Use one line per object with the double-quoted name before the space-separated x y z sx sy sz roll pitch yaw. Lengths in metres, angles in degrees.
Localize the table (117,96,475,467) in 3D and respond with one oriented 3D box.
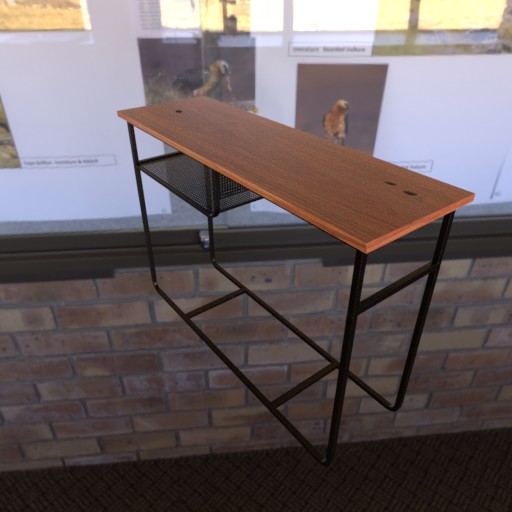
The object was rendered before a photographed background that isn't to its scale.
"table" 0.000 0.000 1.437 0.350 0.750 1.100 -23 39 -31
